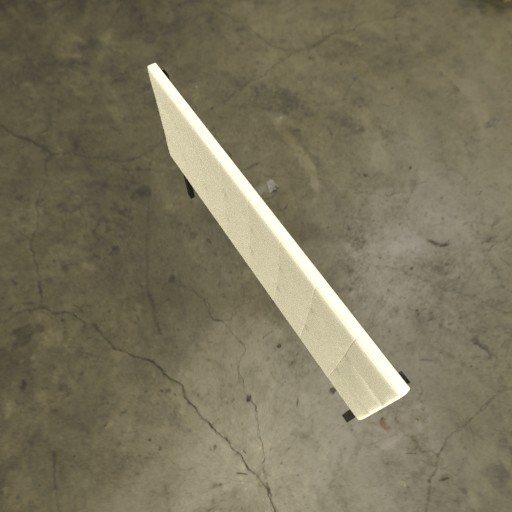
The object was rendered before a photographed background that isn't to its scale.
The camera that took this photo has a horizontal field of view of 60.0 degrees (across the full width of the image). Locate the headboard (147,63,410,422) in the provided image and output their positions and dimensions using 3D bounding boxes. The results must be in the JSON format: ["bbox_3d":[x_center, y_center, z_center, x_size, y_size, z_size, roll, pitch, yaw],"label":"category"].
[{"bbox_3d":[0.000,0.000,2.925,0.120,1.410,2.362,-30,67,-14],"label":"headboard"}]
